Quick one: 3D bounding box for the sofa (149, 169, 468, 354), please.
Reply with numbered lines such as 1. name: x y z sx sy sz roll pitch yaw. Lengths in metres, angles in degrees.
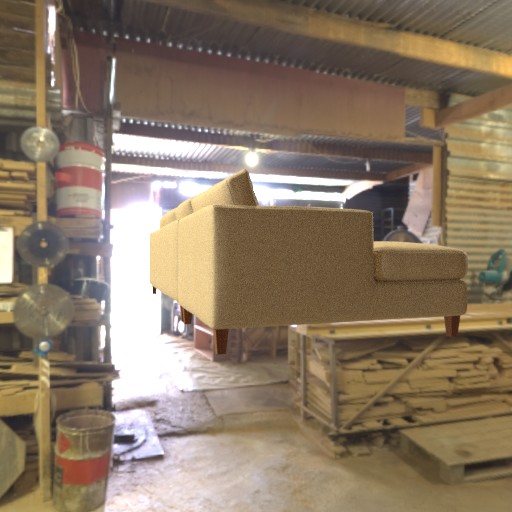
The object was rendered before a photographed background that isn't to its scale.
1. sofa: 0.000 0.000 3.711 1.502 0.876 3.201 0 1 -19
